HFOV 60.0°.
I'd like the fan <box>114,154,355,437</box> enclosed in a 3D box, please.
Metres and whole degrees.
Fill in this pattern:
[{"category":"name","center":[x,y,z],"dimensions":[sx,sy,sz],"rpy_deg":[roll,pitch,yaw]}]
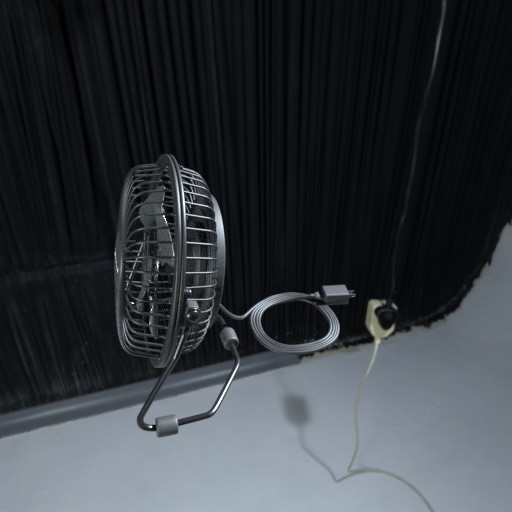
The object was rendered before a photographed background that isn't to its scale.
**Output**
[{"category":"fan","center":[0.000,0.000,0.314],"dimensions":[0.202,0.152,0.153],"rpy_deg":[-9,31,-16]}]
